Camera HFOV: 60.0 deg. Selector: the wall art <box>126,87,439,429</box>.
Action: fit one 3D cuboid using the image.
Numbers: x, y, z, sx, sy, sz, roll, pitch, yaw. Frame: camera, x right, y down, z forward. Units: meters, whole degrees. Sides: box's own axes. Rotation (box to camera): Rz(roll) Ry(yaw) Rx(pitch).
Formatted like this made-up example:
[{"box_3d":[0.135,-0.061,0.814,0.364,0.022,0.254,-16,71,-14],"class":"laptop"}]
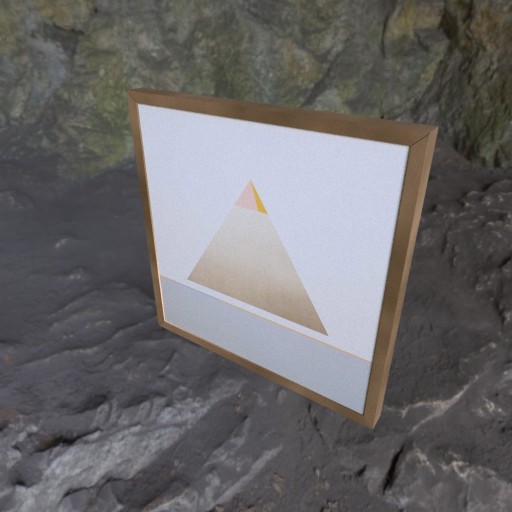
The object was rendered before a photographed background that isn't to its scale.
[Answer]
[{"box_3d":[0.000,0.000,0.779,0.513,0.511,0.038,18,35,29],"class":"wall art"}]
